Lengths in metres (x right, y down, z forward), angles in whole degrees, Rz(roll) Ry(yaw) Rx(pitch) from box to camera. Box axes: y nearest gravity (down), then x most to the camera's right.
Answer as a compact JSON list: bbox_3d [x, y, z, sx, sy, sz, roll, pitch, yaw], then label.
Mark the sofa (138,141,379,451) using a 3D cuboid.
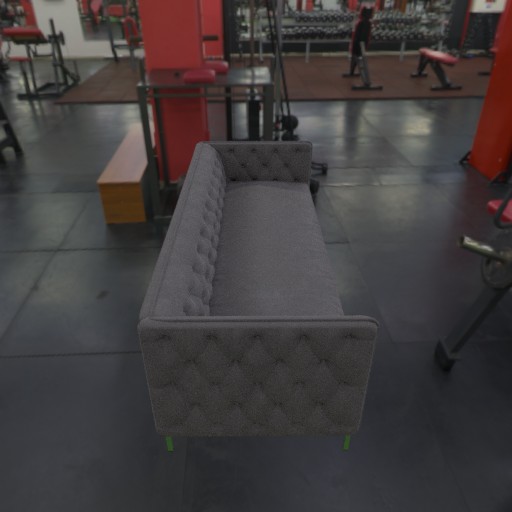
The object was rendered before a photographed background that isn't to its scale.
[{"bbox_3d":[0.000,0.000,2.698,0.895,0.771,2.209,0,32,0],"label":"sofa"}]
